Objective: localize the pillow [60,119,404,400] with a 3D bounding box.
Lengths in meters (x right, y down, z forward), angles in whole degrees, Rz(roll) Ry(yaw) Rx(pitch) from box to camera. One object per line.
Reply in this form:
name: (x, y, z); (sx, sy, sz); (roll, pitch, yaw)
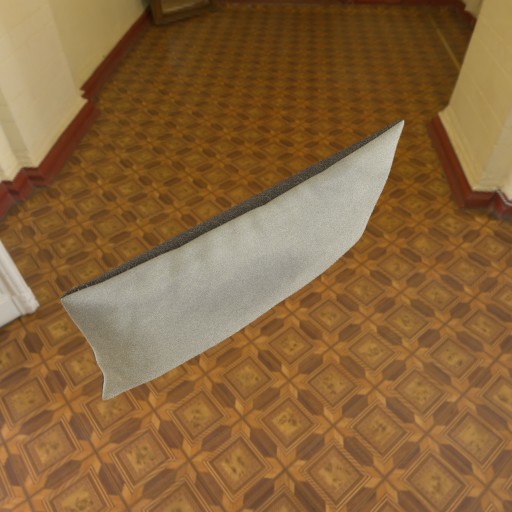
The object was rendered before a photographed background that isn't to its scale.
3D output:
pillow: (0.000, 0.000, 0.735); (0.608, 0.305, 0.156); (-31, 53, -27)
